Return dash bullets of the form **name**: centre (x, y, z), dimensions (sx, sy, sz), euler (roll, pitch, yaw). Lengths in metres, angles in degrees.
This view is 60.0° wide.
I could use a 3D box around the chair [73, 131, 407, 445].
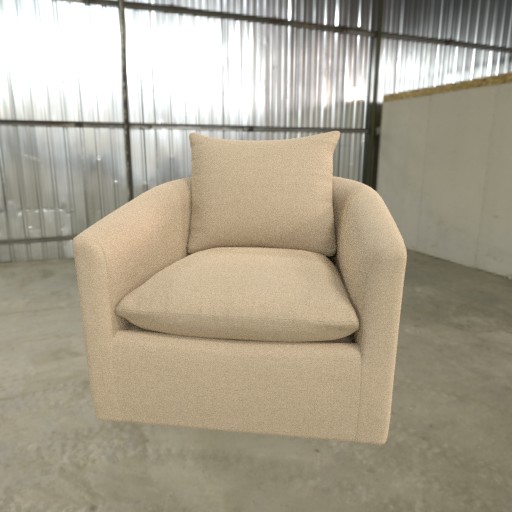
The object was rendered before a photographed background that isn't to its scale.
- **chair**: centre (0.000, 0.000, 1.536), dimensions (0.845, 0.848, 0.910), euler (2, 14, 8)
